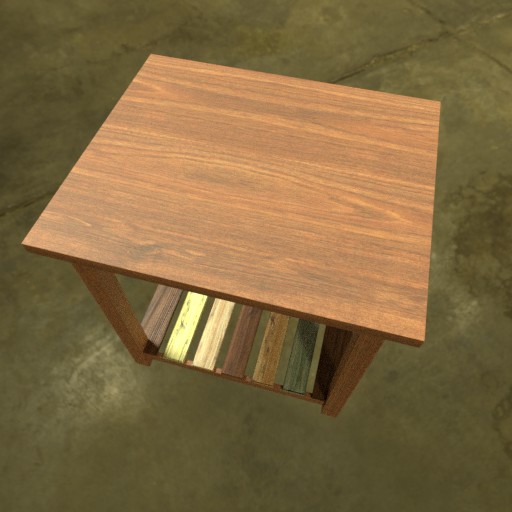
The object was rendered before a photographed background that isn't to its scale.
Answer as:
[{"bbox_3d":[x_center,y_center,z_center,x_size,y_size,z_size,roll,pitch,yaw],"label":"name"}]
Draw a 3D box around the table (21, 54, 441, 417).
[{"bbox_3d":[0.000,0.000,1.105,0.660,0.635,0.559,13,58,8],"label":"table"}]
